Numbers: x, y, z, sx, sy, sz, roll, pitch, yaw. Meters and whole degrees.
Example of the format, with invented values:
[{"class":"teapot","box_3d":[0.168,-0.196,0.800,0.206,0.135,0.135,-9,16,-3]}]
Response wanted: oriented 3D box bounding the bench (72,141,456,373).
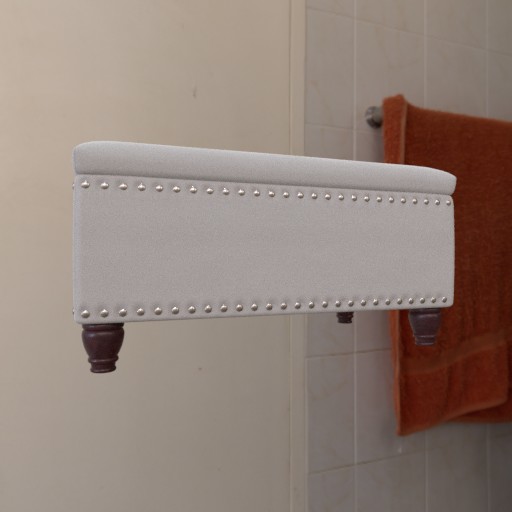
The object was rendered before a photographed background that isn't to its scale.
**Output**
[{"class":"bench","box_3d":[0.000,0.000,1.183,0.887,0.449,0.500,0,0,-19]}]
